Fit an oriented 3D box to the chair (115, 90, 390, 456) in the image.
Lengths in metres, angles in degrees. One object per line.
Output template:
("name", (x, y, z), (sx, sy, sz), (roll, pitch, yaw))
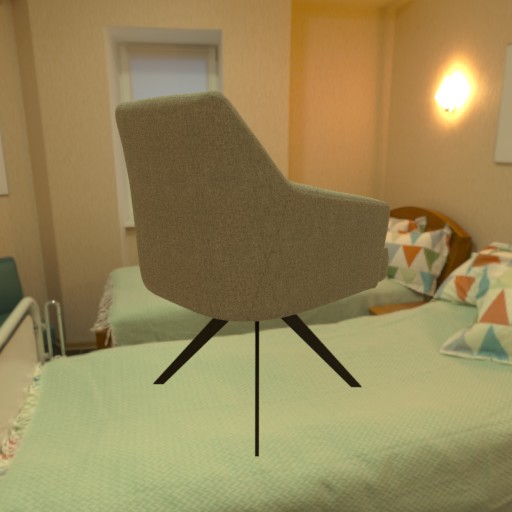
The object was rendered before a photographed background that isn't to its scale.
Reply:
("chair", (0.000, 0.000, 1.342), (0.677, 0.874, 0.642), (-14, 20, -42))
